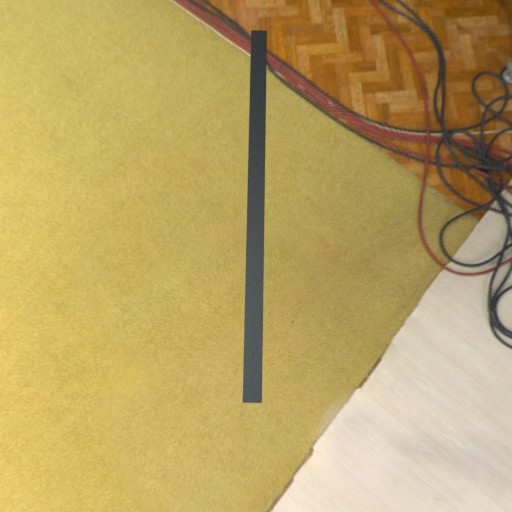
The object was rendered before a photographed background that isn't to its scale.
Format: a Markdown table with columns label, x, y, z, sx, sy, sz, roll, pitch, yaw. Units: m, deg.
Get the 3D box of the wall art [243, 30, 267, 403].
| label | x | y | z | sx | sy | sz | roll | pitch | yaw |
| --- | --- | --- | --- | --- | --- | --- | --- | --- | --- |
| wall art | 0.000 | 0.000 | 1.433 | 0.036 | 1.070 | 0.802 | 1 | 77 | 0 |
